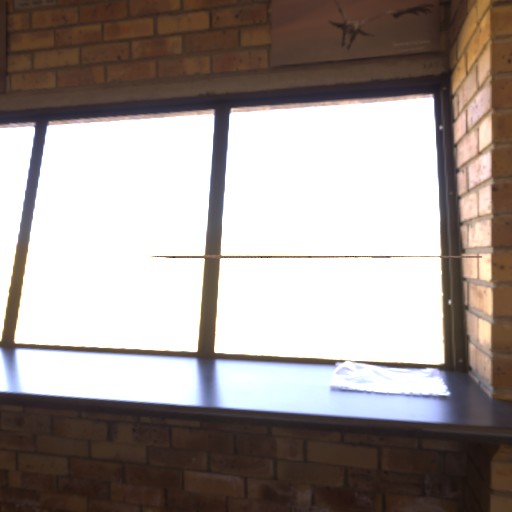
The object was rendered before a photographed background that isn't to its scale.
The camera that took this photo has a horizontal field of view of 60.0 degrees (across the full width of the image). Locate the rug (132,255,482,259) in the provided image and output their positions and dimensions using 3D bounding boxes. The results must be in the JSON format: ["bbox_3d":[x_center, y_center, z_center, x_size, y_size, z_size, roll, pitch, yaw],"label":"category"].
[{"bbox_3d":[0.000,0.000,3.111,1.526,0.008,2.465,0,0,-19],"label":"rug"}]
